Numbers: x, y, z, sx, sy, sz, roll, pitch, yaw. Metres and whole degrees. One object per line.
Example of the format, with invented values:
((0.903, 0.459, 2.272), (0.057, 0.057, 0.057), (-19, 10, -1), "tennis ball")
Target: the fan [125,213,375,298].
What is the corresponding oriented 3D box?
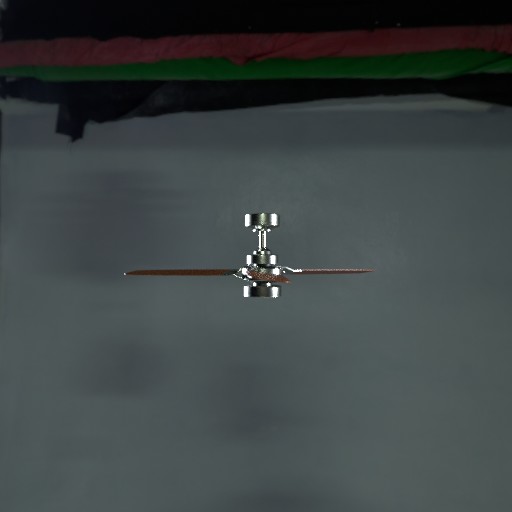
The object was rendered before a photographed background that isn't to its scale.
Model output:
((0.000, 0.000, 2.050), (1.416, 0.410, 1.271), (0, -1, -1), "fan")
